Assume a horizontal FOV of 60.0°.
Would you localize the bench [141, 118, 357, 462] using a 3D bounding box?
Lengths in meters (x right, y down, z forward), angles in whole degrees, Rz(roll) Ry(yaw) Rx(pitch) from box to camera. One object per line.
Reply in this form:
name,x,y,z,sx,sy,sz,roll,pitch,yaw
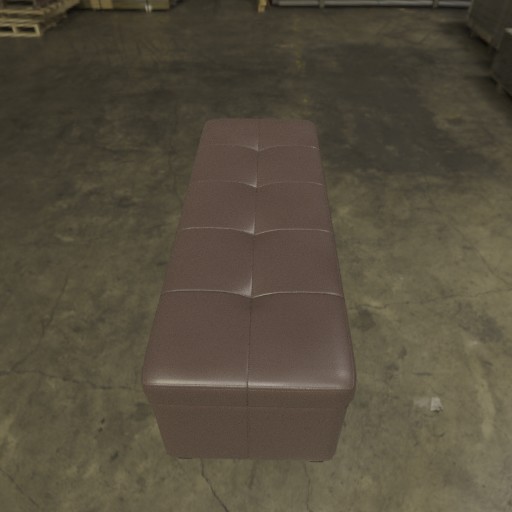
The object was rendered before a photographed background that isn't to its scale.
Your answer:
bench,0.000,0.000,1.450,0.450,0.417,1.219,1,42,1
